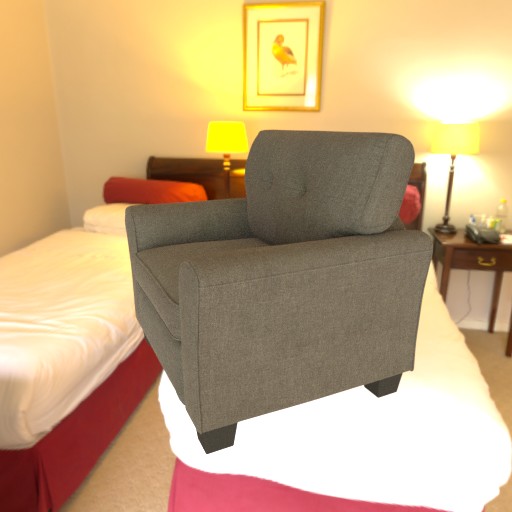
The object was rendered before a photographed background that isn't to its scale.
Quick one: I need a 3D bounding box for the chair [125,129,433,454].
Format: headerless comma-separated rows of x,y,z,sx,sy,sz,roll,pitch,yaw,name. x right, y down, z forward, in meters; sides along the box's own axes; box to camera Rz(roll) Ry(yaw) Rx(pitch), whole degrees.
0.000,0.000,1.642,0.816,0.890,0.941,-8,18,-25,chair
